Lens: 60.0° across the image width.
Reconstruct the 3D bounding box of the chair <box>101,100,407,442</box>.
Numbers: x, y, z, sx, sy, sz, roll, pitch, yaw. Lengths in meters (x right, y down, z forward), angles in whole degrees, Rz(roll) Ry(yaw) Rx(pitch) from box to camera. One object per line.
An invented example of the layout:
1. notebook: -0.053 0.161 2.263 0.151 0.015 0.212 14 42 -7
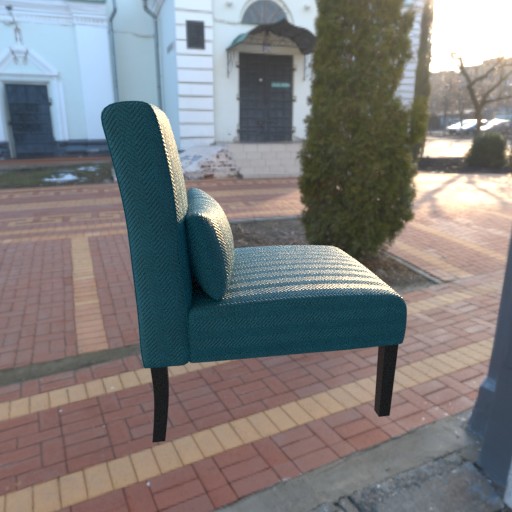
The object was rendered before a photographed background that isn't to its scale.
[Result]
1. chair: 0.000 0.000 1.441 0.808 0.927 0.579 -3 17 -9
